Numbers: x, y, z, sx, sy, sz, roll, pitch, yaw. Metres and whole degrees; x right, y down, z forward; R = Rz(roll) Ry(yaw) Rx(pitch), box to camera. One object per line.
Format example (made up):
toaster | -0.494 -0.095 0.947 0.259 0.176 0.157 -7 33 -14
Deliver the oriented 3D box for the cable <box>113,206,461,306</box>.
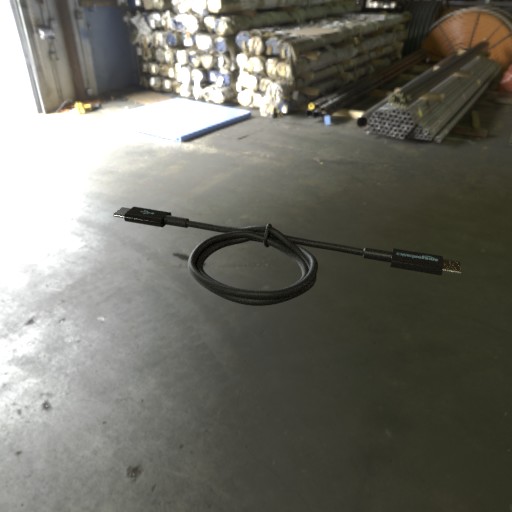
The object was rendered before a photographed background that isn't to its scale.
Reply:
cable | 0.000 0.000 0.231 0.203 0.014 0.070 10 34 15
